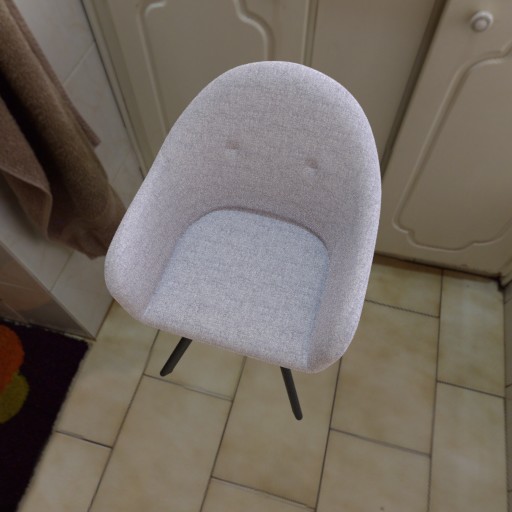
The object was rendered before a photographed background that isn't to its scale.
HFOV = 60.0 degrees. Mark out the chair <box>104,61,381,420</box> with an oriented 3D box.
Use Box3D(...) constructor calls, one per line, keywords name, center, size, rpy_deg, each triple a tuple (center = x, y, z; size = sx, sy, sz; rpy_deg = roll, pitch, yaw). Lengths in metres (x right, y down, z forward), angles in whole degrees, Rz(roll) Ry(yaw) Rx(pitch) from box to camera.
Box3D(name="chair", center=(0.000, 0.000, 1.161), size=(0.540, 0.780, 0.570), rpy_deg=(15, 60, 9))
